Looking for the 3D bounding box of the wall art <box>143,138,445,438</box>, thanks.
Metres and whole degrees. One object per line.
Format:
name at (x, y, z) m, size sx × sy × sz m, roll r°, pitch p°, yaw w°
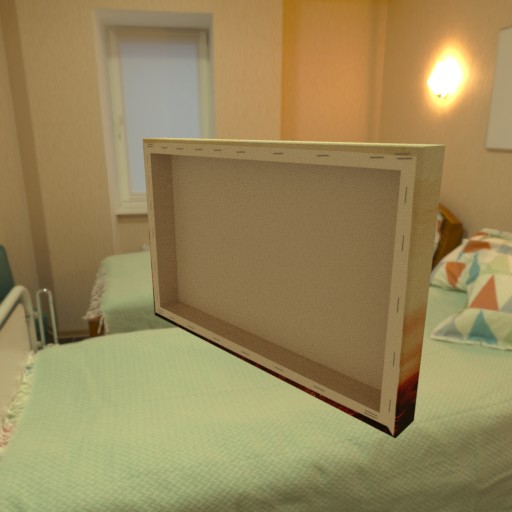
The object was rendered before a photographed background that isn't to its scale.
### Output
wall art at (0.000, 0.000, 0.498) m, size 0.383 × 0.251 × 0.037 m, roll 15°, pitch 22°, yaw 43°
